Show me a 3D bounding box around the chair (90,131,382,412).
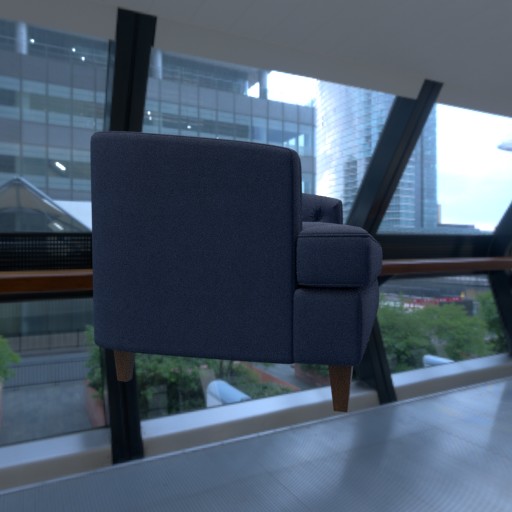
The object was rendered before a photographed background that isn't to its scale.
[{"bbox_3d":[0.000,0.000,1.710,0.914,0.787,1.118,0,0,17],"label":"chair"}]
